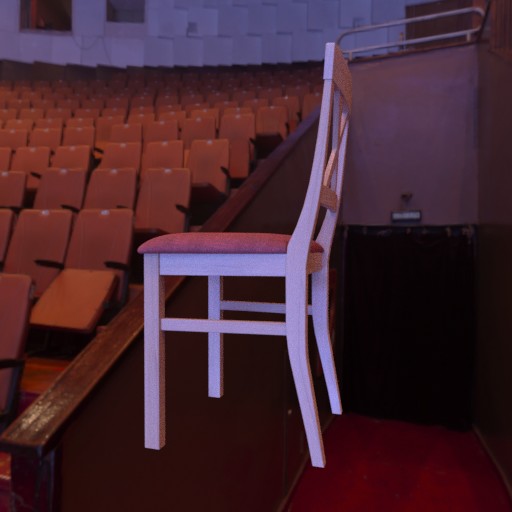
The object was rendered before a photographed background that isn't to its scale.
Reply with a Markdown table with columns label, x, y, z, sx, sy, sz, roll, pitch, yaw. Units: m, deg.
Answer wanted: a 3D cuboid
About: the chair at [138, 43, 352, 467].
| label | x | y | z | sx | sy | sz | roll | pitch | yaw |
| --- | --- | --- | --- | --- | --- | --- | --- | --- | --- |
| chair | 0.000 | 0.000 | 1.182 | 0.492 | 0.912 | 0.439 | 0 | 1 | 17 |
